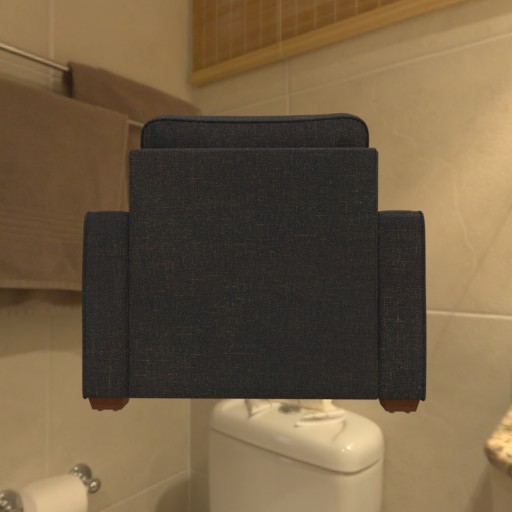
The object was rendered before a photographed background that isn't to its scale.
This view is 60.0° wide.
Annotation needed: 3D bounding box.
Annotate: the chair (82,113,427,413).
[{"bbox_3d":[0.000,0.000,1.726,1.017,0.919,0.940,0,-1,1],"label":"chair"}]
